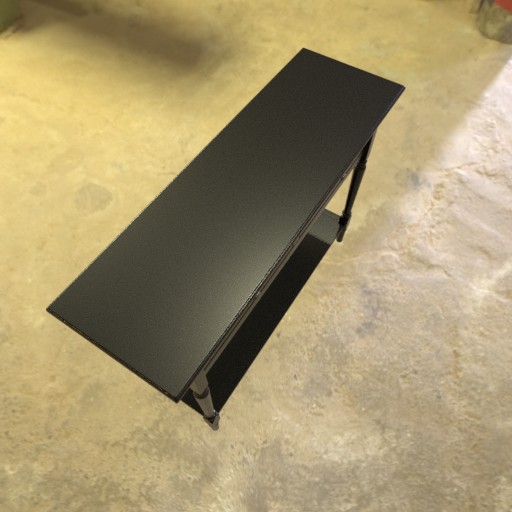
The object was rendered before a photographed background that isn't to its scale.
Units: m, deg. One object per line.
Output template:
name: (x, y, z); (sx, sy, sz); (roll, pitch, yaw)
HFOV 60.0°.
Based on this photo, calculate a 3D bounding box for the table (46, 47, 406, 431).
table: (0.000, 0.000, 1.570); (0.386, 0.819, 1.191); (29, 63, 17)
